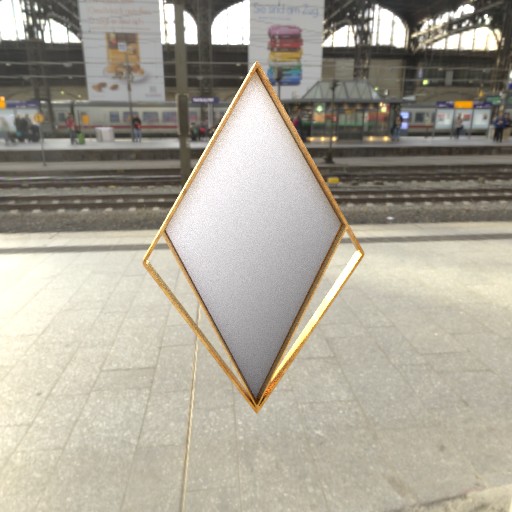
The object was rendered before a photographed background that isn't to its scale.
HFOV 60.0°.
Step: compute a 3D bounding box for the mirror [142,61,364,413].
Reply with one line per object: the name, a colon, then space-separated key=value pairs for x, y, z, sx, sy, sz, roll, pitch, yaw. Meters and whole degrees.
mirror: x=0.000 y=0.000 z=0.843 sx=0.419 sy=0.679 sz=0.032 roll=-2 pitch=17 yaw=-7
